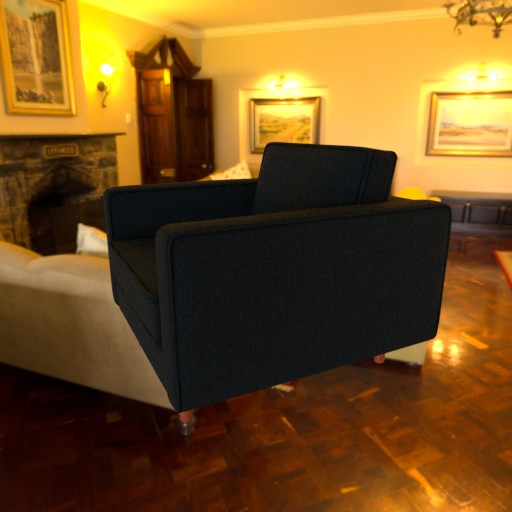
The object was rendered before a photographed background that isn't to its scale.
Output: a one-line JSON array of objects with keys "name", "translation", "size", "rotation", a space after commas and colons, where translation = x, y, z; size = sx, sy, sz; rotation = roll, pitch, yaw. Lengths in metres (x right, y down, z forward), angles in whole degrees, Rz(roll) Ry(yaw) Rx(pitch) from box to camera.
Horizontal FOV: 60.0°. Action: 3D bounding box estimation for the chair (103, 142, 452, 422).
[{"name": "chair", "translation": [0.000, 0.000, 1.578], "size": [0.920, 0.770, 0.899], "rotation": [-8, 18, -26]}]
